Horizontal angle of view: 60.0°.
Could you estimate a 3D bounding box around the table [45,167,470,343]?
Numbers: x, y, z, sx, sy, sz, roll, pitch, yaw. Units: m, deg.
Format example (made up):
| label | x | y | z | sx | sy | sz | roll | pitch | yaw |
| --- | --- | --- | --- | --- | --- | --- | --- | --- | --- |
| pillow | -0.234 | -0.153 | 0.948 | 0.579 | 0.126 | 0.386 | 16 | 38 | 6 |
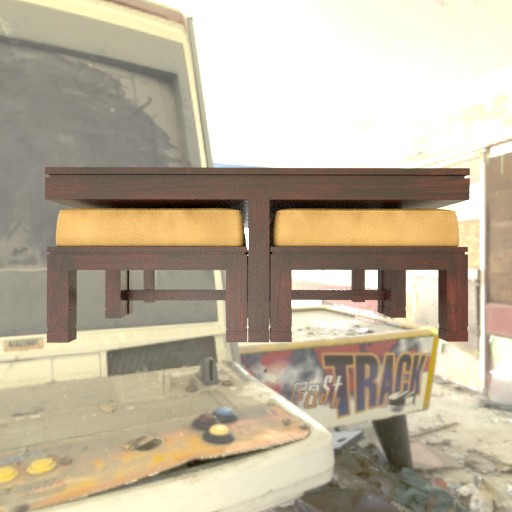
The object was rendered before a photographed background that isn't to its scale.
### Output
| label | x | y | z | sx | sy | sz | roll | pitch | yaw |
| --- | --- | --- | --- | --- | --- | --- | --- | --- | --- |
| table | 0.000 | 0.000 | 1.333 | 0.865 | 0.356 | 0.865 | 0 | 0 | -1 |
